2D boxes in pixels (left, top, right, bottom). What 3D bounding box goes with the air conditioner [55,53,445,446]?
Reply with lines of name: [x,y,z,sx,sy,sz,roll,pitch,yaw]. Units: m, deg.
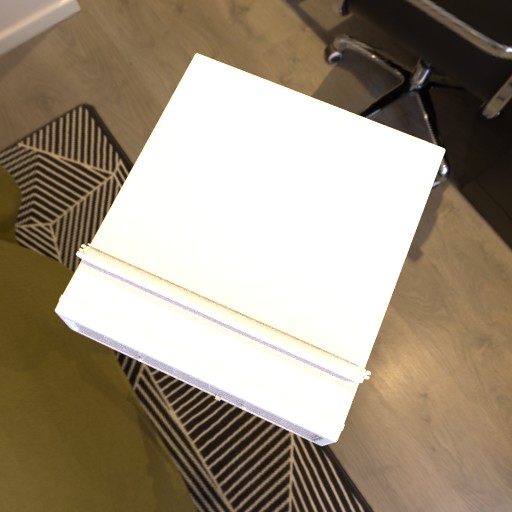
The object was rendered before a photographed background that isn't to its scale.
air conditioner: [0.000,0.000,0.892,0.503,0.388,0.546,23,77,6]
